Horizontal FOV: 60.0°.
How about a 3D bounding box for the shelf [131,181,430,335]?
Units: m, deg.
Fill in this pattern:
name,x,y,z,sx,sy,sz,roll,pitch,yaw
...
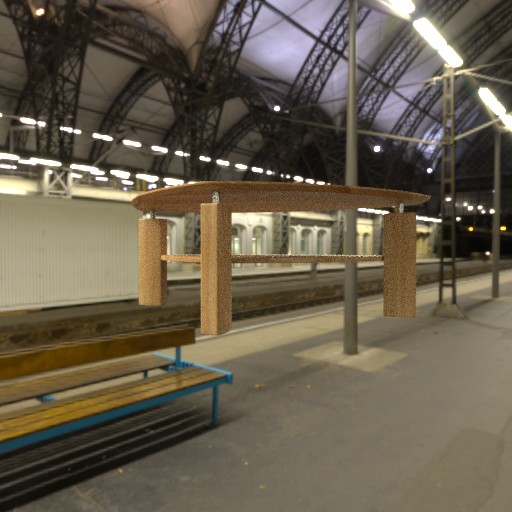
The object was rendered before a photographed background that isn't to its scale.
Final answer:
name,x,y,z,sx,sy,sz,roll,pitch,yaw
shelf,0.000,0.000,1.670,1.240,0.439,0.863,0,1,18
